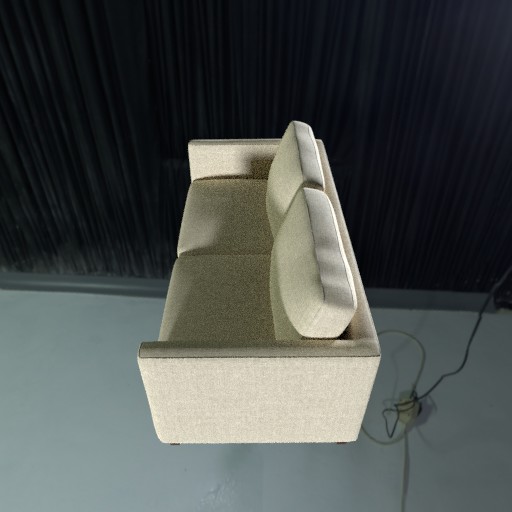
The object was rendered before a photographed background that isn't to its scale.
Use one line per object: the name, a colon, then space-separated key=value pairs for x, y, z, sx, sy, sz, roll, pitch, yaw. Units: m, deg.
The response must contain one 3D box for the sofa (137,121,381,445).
sofa: x=0.000 y=0.000 z=2.530 sx=0.950 sy=0.963 sz=1.884 roll=0 pitch=40 yaw=0
